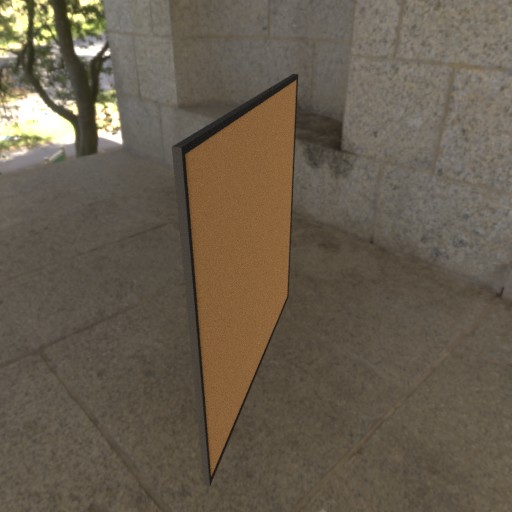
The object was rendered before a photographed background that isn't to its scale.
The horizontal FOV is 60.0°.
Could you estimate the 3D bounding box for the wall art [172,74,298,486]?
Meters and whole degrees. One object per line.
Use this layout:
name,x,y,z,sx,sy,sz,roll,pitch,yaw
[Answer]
wall art,0.000,0.000,0.972,0.015,0.663,0.664,9,31,15
